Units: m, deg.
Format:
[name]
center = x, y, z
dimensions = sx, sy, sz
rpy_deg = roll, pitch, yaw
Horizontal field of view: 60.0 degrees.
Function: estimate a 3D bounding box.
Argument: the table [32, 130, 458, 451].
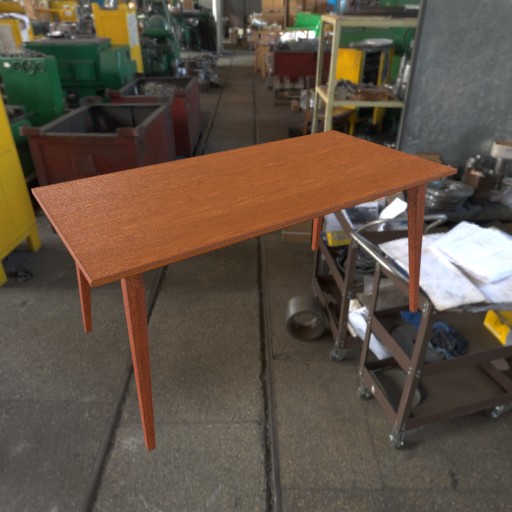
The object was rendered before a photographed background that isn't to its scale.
[table]
center = 0.000, 0.000, 2.050
dimensions = 1.609, 0.755, 0.811
rpy_deg = -19, 35, -29
